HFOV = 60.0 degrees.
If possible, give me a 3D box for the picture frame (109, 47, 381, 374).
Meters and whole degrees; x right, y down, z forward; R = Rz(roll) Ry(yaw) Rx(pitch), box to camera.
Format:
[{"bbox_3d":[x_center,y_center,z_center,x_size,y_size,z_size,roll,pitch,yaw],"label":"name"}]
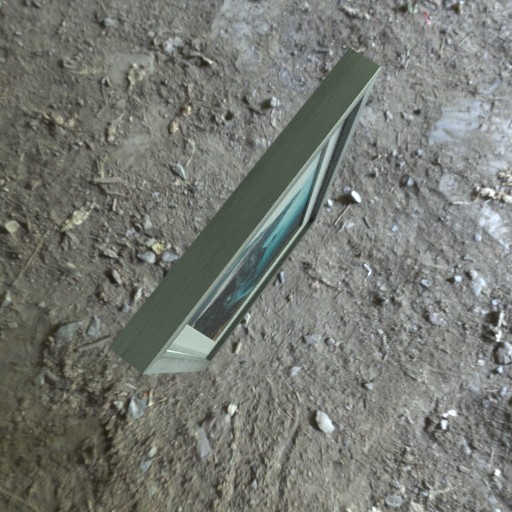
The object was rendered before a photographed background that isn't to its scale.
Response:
[{"bbox_3d":[0.000,0.000,0.766,0.046,0.555,0.449,36,79,8],"label":"picture frame"}]
